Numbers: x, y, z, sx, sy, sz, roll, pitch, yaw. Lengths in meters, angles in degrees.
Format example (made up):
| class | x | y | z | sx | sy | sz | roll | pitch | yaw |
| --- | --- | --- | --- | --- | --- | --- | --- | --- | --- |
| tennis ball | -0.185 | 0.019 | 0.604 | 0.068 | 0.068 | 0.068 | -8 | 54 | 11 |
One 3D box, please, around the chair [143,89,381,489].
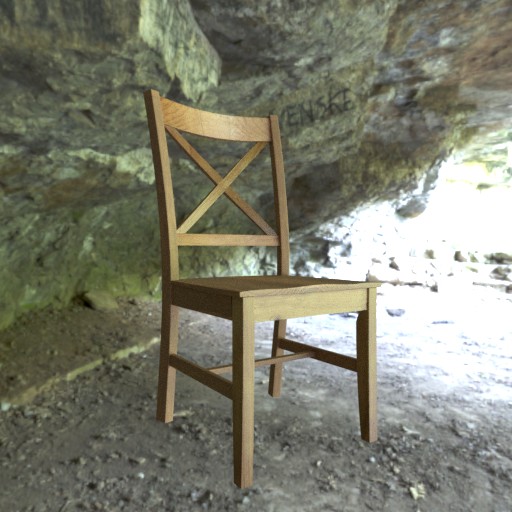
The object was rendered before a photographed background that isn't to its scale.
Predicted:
| class | x | y | z | sx | sy | sz | roll | pitch | yaw |
| --- | --- | --- | --- | --- | --- | --- | --- | --- | --- |
| chair | 0.000 | 0.000 | 1.271 | 0.485 | 0.983 | 0.542 | -1 | 1 | -34 |
